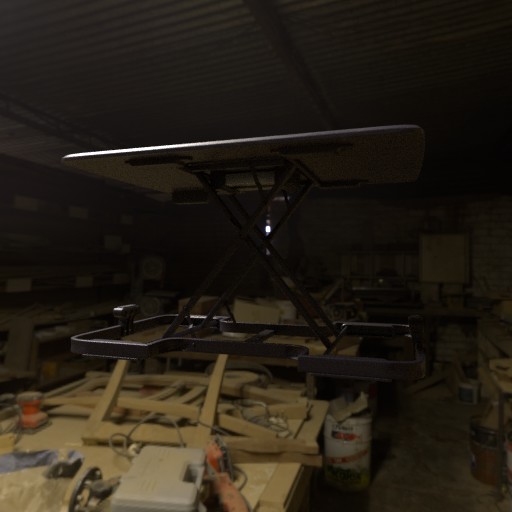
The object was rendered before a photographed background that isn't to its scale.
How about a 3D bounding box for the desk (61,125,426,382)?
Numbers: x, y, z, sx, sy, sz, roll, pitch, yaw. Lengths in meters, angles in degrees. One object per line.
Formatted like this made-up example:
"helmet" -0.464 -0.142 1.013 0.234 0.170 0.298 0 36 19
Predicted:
"desk" 0.000 0.000 1.163 0.820 0.470 0.546 0 0 18
